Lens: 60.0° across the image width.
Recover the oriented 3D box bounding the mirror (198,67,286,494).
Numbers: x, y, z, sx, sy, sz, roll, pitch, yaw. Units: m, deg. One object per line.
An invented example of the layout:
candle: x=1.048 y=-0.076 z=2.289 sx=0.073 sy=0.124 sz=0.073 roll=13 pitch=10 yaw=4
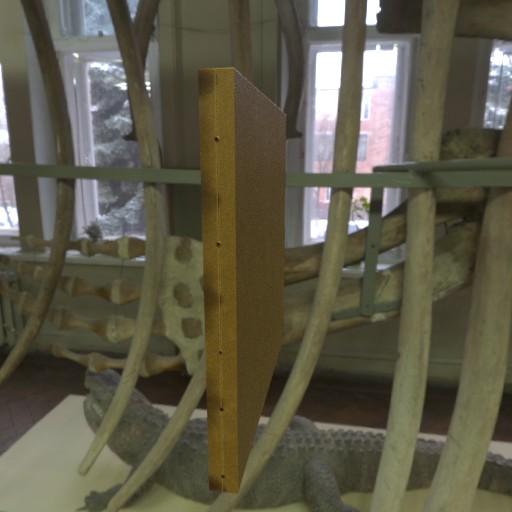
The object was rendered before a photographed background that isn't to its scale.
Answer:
mirror: x=0.000 y=0.000 z=0.756 sx=0.042 sy=0.507 sz=0.509 roll=2 pitch=13 yaw=10
